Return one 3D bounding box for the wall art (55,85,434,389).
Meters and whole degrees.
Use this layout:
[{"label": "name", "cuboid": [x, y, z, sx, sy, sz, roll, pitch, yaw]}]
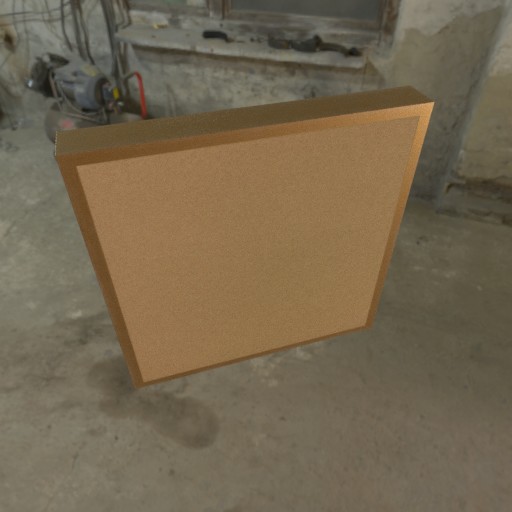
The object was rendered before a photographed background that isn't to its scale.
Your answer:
[{"label": "wall art", "cuboid": [0.000, 0.000, 0.459, 0.306, 0.305, 0.038, -12, 44, -13]}]
